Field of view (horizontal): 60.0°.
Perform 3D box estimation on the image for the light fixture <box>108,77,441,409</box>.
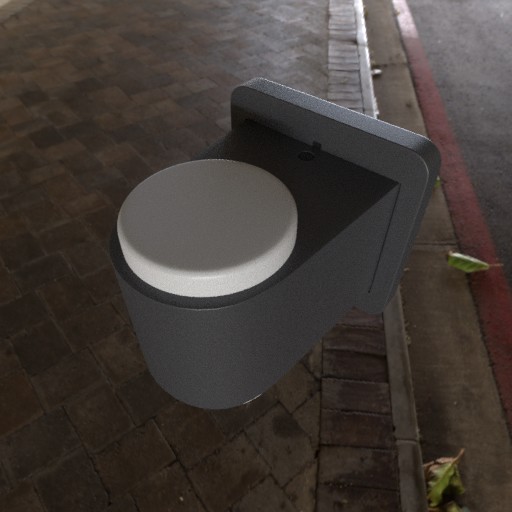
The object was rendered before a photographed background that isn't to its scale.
[{"bbox_3d":[0.000,0.000,0.212,0.109,0.109,0.132,31,53,26],"label":"light fixture"}]
